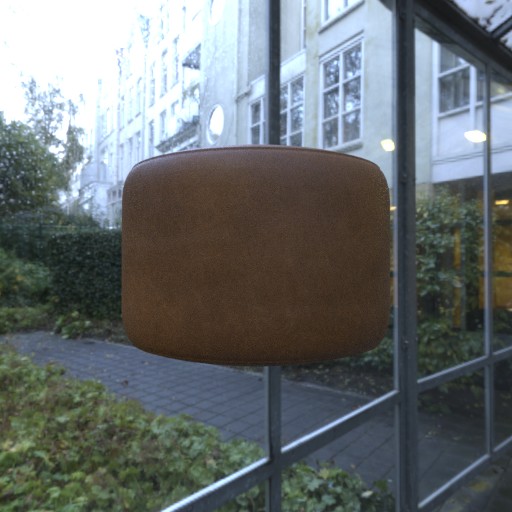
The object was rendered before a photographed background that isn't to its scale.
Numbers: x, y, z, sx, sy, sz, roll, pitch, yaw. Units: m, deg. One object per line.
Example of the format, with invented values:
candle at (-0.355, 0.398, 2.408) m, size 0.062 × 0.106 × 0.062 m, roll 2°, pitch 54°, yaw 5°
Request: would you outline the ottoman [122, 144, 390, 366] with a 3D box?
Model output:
ottoman at (0.000, 0.000, 1.048) m, size 0.607 × 0.438 × 0.607 m, roll 0°, pitch 0°, yaw 0°
